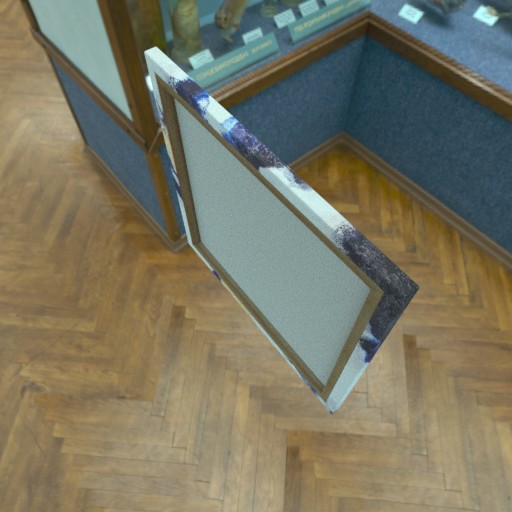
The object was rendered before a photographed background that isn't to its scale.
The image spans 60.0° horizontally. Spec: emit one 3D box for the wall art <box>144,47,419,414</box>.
[{"bbox_3d":[0.000,0.000,1.325,0.038,0.885,0.887,-33,64,-19],"label":"wall art"}]
